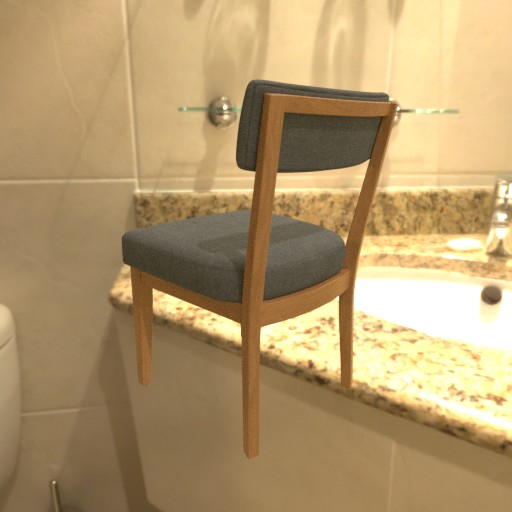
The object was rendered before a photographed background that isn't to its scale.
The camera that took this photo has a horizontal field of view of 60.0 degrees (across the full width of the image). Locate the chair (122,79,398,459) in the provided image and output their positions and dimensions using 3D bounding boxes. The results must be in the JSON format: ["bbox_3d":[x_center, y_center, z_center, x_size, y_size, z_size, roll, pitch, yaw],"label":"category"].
[{"bbox_3d":[0.000,0.000,1.200,0.572,0.832,0.508,15,22,42],"label":"chair"}]
